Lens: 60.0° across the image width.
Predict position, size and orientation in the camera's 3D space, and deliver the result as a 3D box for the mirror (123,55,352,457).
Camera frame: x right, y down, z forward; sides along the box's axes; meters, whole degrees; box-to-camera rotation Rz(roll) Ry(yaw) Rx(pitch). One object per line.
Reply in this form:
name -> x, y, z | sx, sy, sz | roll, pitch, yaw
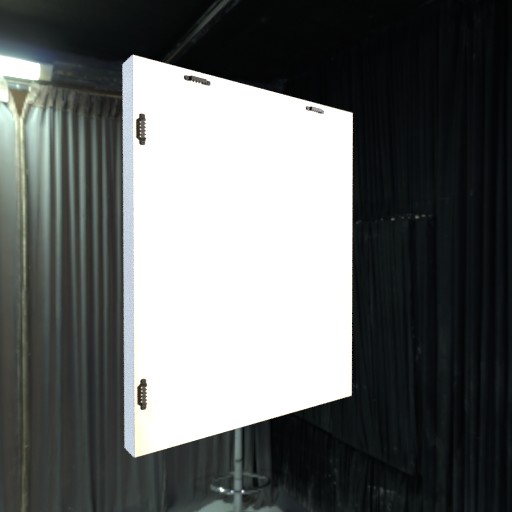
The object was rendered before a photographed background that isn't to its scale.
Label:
mirror -> 0.000, 0.000, 0.691 | 0.406, 0.509, 0.041 | -1, 1, -36
